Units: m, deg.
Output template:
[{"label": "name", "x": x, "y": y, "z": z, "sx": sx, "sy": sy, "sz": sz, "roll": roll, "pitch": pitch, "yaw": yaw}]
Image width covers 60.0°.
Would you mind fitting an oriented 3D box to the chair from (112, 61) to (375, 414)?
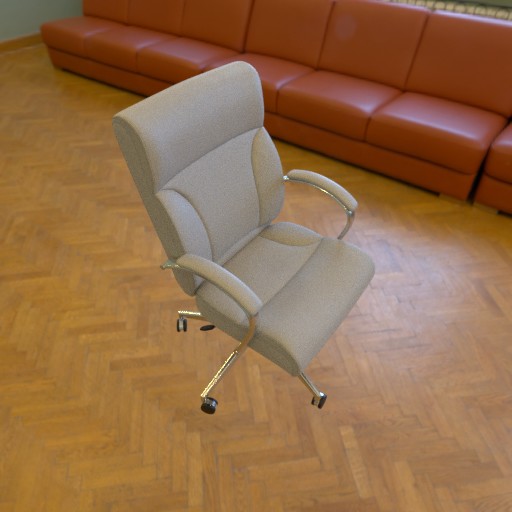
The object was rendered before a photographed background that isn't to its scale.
[{"label": "chair", "x": 0.000, "y": 0.000, "z": 1.581, "sx": 0.745, "sy": 1.099, "sz": 0.727, "roll": 25, "pitch": 47, "yaw": 26}]
